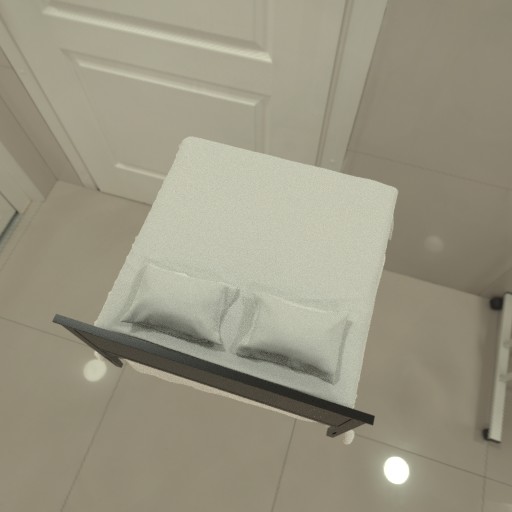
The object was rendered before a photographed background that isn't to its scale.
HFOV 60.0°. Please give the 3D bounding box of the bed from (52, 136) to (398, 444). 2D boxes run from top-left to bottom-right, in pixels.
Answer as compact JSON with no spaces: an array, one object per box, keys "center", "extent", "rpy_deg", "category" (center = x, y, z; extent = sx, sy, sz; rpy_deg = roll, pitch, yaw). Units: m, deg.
[{"center":[0.000,0.000,3.628],"extent":[2.315,1.271,2.219],"rpy_deg":[16,65,8],"category":"bed"}]
